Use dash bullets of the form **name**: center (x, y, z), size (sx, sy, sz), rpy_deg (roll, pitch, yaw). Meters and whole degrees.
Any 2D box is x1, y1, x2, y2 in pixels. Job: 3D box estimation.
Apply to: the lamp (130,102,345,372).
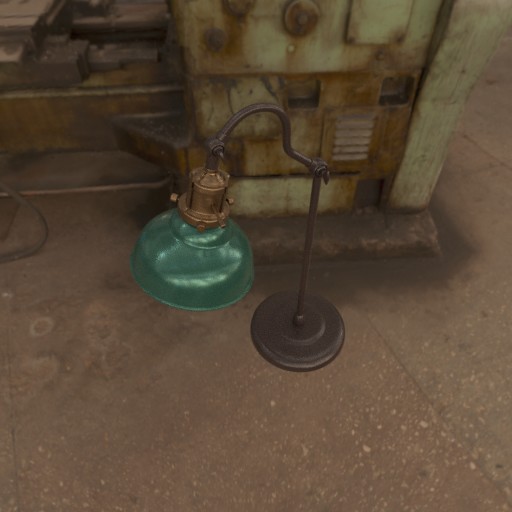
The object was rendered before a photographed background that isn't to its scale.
- **lamp**: center (0.000, 0.000, 0.694), size (0.374, 0.508, 0.192), rpy_deg (-16, 49, -15)
